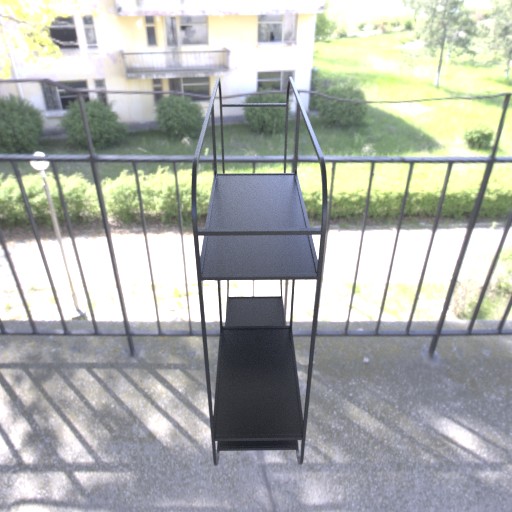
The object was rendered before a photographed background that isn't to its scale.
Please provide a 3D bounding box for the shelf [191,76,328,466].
[{"bbox_3d":[0.000,0.000,0.909,0.160,0.600,0.600,0,33,-1],"label":"shelf"}]
